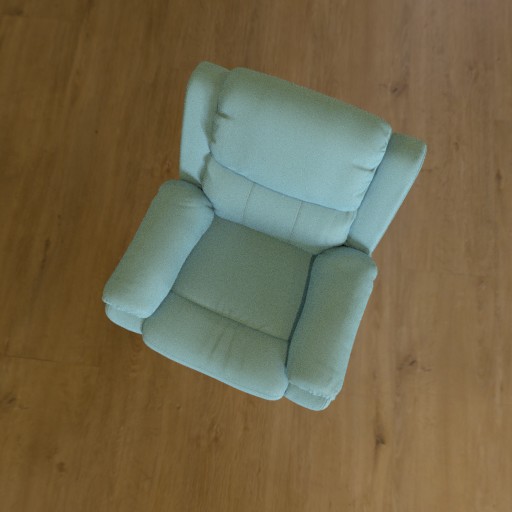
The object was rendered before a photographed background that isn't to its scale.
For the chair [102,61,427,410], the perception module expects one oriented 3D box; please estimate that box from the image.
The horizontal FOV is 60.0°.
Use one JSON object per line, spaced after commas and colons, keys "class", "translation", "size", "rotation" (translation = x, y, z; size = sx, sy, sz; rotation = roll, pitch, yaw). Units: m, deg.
{"class": "chair", "translation": [0.000, 0.000, 1.248], "size": [0.680, 0.702, 0.709], "rotation": [22, 77, 5]}
